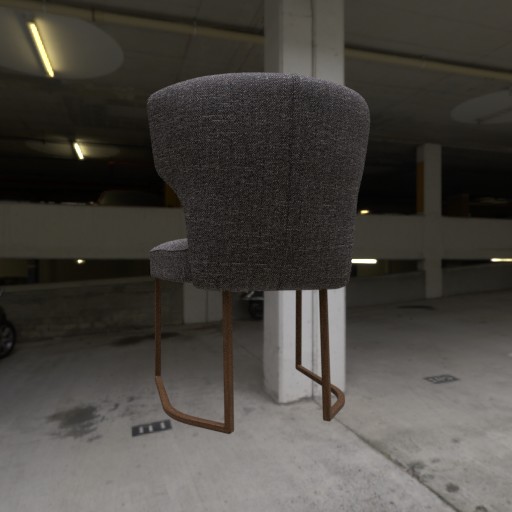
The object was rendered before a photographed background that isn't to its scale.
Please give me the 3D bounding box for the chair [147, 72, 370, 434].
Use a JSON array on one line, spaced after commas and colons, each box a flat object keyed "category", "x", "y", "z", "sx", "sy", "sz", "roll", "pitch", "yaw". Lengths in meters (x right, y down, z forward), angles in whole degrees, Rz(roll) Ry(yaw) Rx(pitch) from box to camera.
[{"category": "chair", "x": 0.000, "y": 0.000, "z": 1.258, "sx": 0.611, "sy": 0.824, "sz": 0.617, "roll": 0, "pitch": 0, "yaw": -17}]
